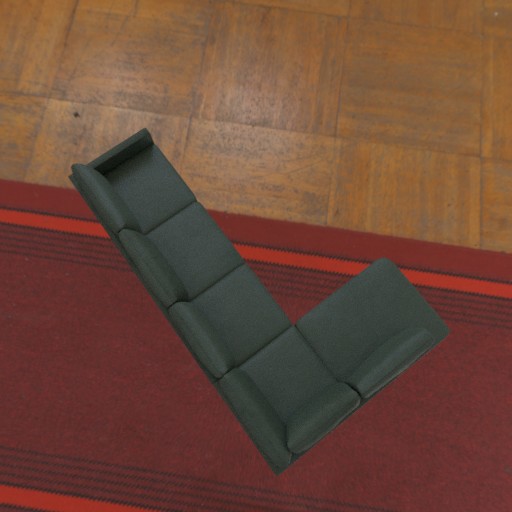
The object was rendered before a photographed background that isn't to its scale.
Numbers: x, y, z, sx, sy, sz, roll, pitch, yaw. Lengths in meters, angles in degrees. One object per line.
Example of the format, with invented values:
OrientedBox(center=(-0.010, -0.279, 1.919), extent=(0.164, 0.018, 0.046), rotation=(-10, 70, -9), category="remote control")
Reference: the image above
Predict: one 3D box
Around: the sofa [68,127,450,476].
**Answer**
OrientedBox(center=(0.000, 0.000, 4.340), extent=(2.048, 0.996, 3.384), rotation=(-36, 78, -9), category="sofa")
